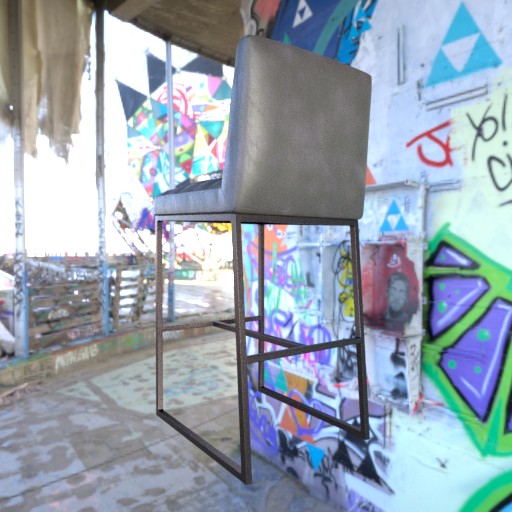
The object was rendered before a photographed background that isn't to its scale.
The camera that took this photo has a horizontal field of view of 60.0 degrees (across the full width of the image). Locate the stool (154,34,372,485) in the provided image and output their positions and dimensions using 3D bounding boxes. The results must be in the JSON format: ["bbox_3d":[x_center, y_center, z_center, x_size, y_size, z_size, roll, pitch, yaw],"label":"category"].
[{"bbox_3d":[0.000,0.000,1.377,0.463,1.065,0.562,-1,1,-35],"label":"stool"}]
